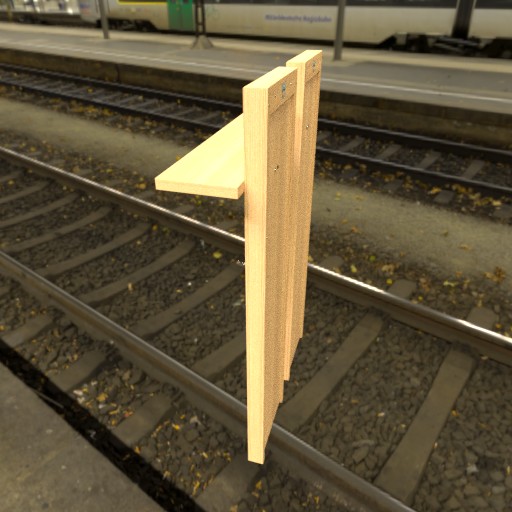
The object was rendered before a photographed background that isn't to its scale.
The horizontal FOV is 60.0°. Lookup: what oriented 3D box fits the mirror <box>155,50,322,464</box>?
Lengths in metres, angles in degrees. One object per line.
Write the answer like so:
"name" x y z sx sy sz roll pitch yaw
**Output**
"mirror" 0.000 0.000 1.553 0.260 1.250 0.800 9 32 14
